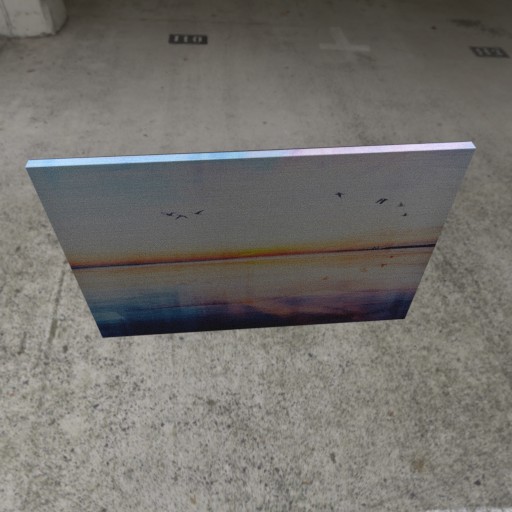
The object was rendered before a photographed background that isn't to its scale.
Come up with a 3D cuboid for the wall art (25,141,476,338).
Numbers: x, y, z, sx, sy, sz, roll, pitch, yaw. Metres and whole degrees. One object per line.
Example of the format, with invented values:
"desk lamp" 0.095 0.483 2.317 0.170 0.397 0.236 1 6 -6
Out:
"wall art" 0.000 0.000 0.744 0.604 0.402 0.018 -3 47 -3
